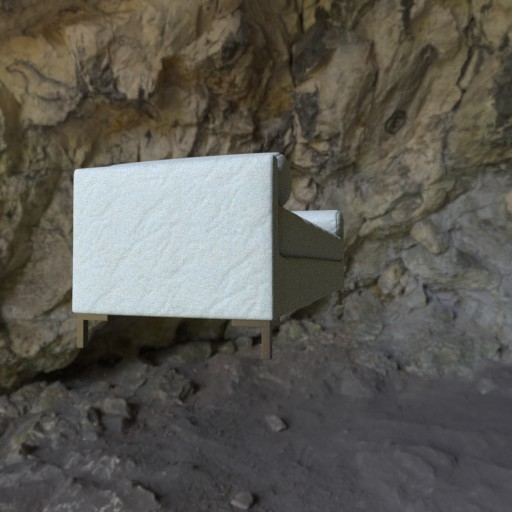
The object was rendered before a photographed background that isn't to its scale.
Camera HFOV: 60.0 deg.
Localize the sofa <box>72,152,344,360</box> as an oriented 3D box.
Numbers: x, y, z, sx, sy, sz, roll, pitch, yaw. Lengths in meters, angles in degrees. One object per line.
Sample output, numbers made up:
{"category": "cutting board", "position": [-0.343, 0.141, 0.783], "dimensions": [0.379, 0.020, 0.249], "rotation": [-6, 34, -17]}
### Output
{"category": "sofa", "position": [0.000, 0.000, 2.498], "dimensions": [0.796, 0.705, 2.102], "rotation": [0, -1, 17]}
